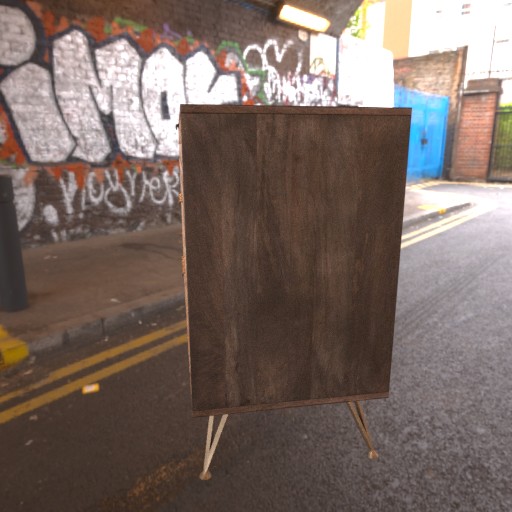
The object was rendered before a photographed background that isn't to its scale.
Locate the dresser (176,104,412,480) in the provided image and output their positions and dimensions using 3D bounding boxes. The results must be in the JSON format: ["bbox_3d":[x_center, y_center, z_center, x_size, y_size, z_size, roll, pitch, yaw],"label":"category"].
[{"bbox_3d":[0.000,0.000,1.359,0.453,0.801,0.923,-2,14,-10],"label":"dresser"}]
